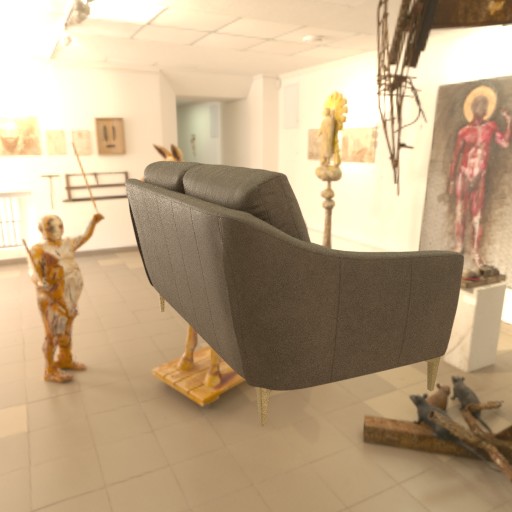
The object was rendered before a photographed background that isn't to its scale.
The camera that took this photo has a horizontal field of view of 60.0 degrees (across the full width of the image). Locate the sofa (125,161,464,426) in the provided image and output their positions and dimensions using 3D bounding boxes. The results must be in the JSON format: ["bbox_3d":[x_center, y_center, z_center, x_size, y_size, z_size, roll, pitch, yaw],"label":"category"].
[{"bbox_3d":[0.000,0.000,2.168,0.960,0.902,1.619,-8,16,-27],"label":"sofa"}]
